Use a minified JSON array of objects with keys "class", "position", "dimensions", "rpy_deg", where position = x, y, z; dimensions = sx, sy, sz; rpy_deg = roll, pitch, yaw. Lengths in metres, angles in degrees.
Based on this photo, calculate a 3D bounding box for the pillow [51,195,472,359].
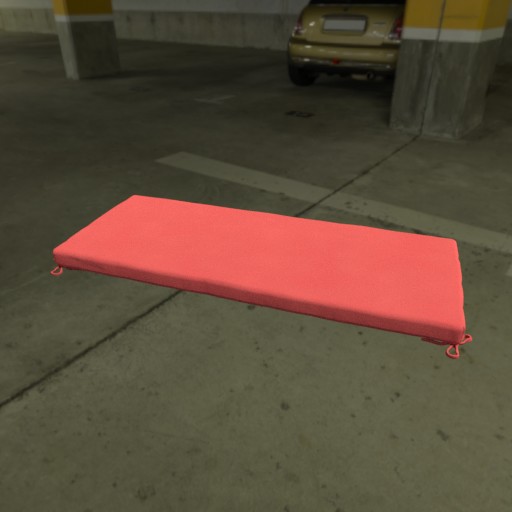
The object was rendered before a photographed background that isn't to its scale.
[{"class":"pillow","position":[0.000,0.000,1.337],"dimensions":[1.187,0.081,0.492],"rpy_deg":[10,31,16]}]
